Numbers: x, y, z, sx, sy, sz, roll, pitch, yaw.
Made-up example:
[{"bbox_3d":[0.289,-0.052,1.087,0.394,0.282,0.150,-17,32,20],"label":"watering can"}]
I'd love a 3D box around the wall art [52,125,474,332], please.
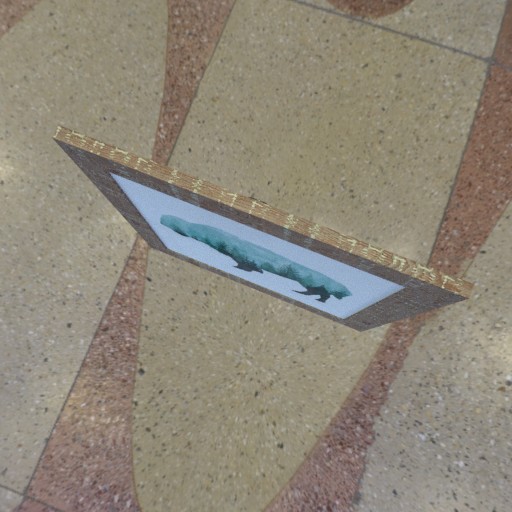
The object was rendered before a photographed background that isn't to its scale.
[{"bbox_3d":[0.000,0.000,0.561,0.380,0.380,0.022,22,77,5],"label":"wall art"}]
